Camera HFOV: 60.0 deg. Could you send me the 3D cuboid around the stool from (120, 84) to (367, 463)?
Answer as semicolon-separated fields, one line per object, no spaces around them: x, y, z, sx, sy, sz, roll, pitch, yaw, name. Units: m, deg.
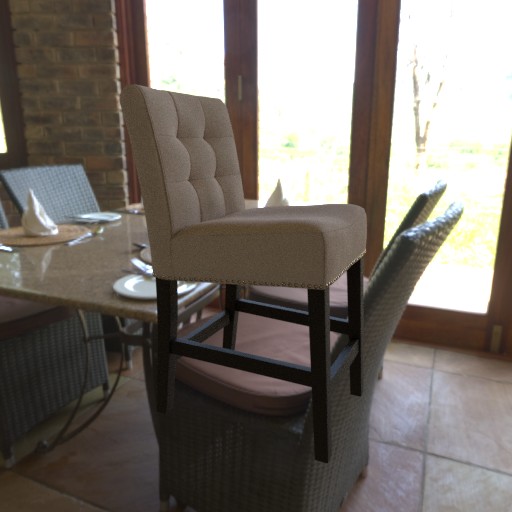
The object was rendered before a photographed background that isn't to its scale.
0.000;0.000;1.234;0.571;0.885;0.427;7;16;26;stool
